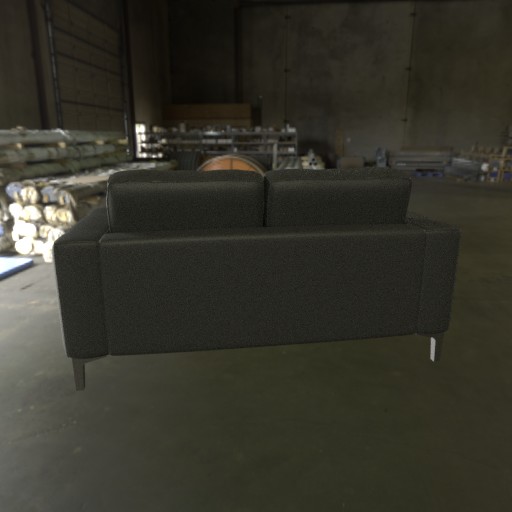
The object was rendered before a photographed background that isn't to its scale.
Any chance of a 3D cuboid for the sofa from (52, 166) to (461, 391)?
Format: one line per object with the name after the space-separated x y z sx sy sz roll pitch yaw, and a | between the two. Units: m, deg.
0.000 0.000 2.225 1.726 0.893 0.833 -2 16 -8 | sofa
